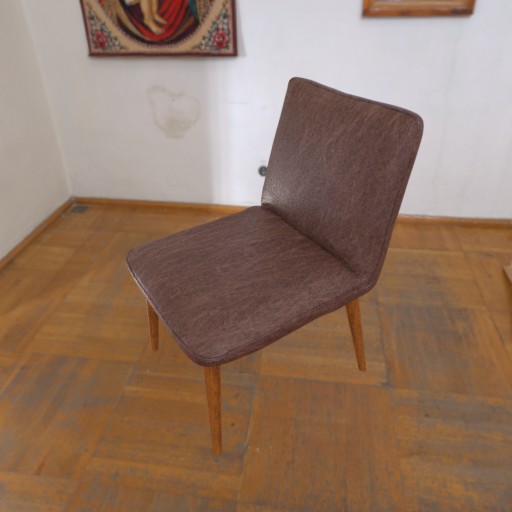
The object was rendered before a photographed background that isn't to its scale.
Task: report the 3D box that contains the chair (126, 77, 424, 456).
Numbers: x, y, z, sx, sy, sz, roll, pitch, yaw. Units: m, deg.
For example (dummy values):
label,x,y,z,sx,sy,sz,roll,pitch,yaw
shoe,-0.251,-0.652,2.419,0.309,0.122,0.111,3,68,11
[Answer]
label,x,y,z,sx,sy,sz,roll,pitch,yaw
chair,0.000,0.000,1.220,0.645,0.803,0.543,-23,40,-30
